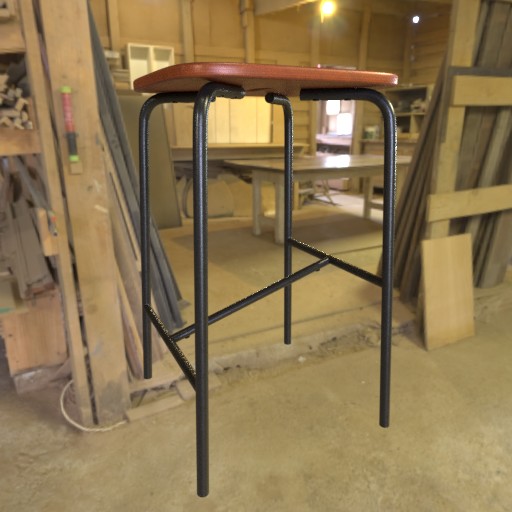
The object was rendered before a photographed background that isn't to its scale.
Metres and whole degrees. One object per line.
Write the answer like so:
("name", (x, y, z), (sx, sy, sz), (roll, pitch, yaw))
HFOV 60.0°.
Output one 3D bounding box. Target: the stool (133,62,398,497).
("stool", (0.000, 0.000, 0.817), (0.376, 0.610, 0.376), (-8, 19, -25))
